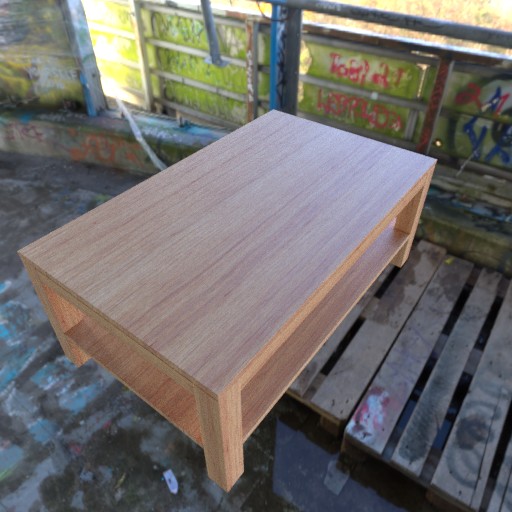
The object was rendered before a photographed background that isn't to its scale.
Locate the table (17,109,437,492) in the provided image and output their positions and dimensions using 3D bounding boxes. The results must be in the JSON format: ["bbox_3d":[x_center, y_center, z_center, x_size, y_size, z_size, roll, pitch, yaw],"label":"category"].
[{"bbox_3d":[0.000,0.000,1.491,0.695,0.457,1.146,27,48,27],"label":"table"}]
